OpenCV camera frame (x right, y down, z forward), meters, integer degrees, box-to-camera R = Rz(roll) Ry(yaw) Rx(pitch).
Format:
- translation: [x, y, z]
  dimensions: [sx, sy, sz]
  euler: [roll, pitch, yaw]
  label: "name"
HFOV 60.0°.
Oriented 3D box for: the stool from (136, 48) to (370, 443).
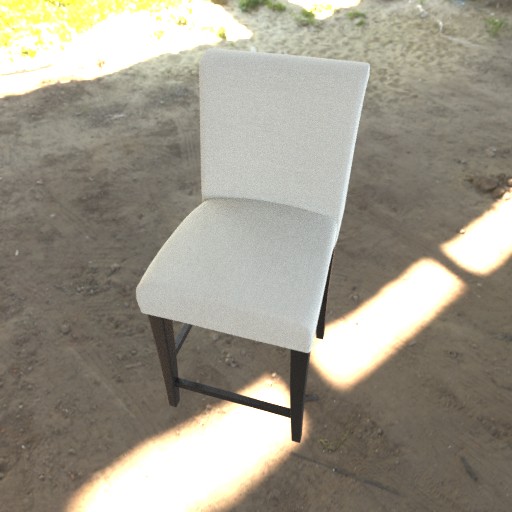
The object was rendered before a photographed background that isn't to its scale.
- translation: [0.000, 0.000, 1.303]
  dimensions: [0.452, 0.976, 0.597]
  euler: [11, 42, 13]
  label: "stool"
